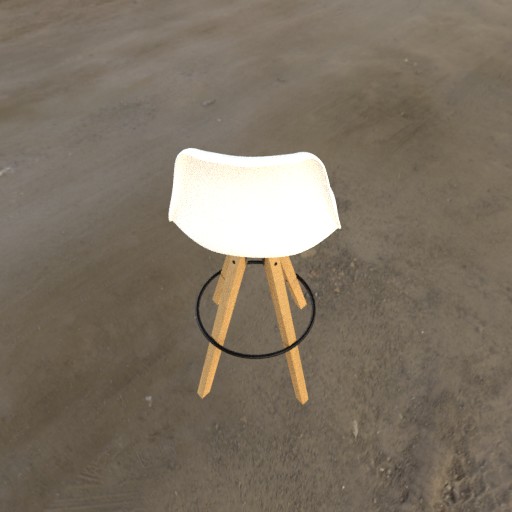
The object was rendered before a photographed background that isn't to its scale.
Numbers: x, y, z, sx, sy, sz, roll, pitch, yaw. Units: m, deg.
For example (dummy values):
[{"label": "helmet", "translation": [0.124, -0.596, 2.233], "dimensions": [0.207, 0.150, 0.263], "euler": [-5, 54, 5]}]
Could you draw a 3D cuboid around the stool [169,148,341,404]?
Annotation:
[{"label": "stool", "translation": [0.000, 0.000, 1.421], "dimensions": [0.482, 1.115, 0.549], "euler": [3, 47, 2]}]
